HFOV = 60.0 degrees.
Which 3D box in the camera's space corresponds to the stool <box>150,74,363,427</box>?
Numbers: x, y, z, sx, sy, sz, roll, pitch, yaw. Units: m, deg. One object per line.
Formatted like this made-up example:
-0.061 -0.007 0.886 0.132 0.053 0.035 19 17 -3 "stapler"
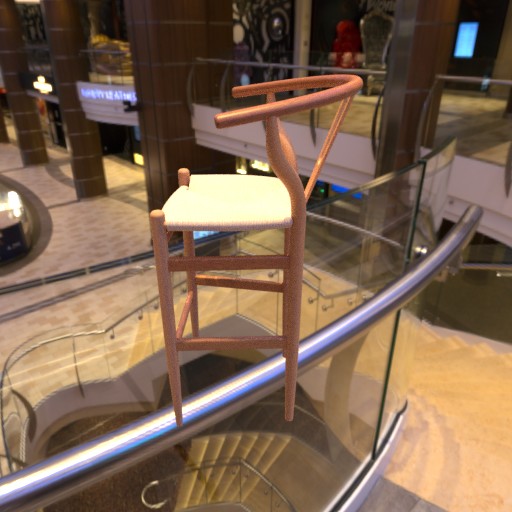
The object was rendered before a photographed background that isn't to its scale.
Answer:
0.000 0.000 1.414 0.561 1.068 0.574 1 27 1 "stool"
